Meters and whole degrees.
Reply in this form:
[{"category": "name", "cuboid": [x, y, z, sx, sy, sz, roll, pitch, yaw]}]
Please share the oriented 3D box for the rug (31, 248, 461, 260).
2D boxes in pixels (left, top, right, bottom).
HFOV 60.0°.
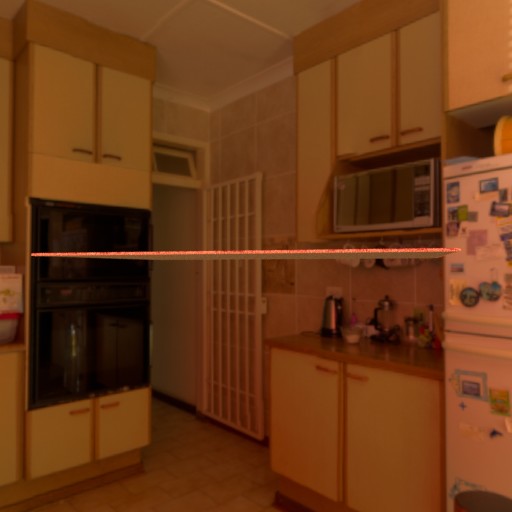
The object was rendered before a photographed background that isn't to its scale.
[{"category": "rug", "cuboid": [0.000, 0.000, 3.089, 2.438, 0.015, 1.524, 0, -2, 18]}]
